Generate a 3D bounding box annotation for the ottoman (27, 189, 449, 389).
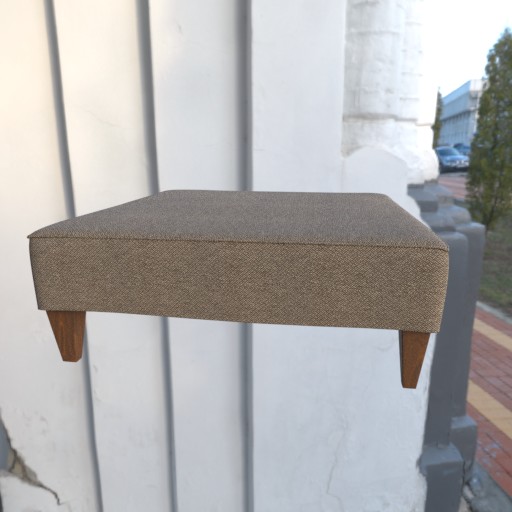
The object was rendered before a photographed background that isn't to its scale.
[{"bbox_3d":[0.000,0.000,1.478,0.970,0.378,0.981,2,14,9],"label":"ottoman"}]
